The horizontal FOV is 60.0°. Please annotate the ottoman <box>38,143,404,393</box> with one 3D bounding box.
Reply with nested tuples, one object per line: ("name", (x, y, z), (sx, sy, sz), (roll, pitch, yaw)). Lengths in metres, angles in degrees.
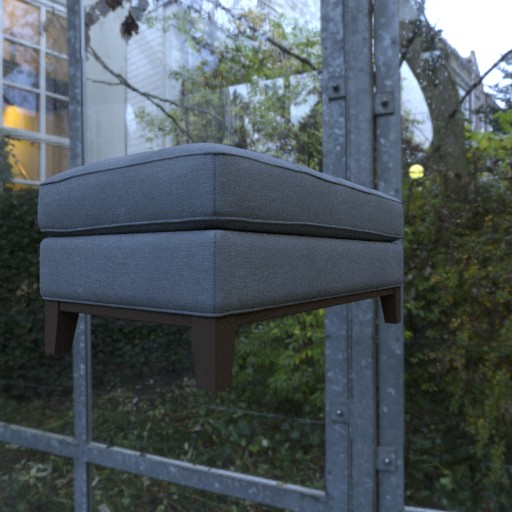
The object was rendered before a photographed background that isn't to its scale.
("ottoman", (0.000, 0.000, 1.448), (0.648, 0.514, 1.143), (0, 0, 36))
